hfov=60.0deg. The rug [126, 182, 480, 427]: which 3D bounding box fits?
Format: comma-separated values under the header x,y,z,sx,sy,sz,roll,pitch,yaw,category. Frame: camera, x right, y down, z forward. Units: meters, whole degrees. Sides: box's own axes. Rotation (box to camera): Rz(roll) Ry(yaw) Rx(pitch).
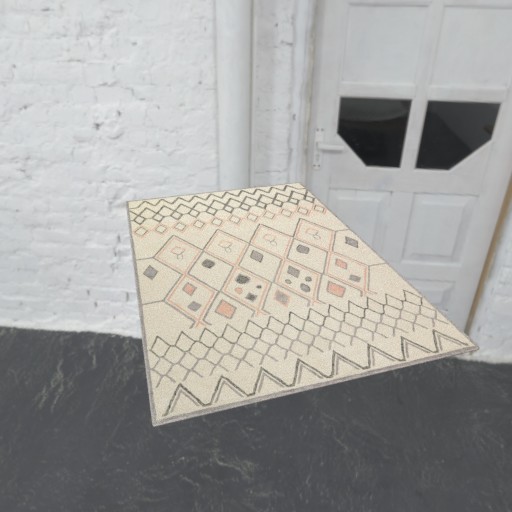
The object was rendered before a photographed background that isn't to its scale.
x,y,z,sx,sy,sz,roll,pitch,yaw,category
0.000,0.000,2.278,1.219,0.016,1.829,-9,31,-15,rug
